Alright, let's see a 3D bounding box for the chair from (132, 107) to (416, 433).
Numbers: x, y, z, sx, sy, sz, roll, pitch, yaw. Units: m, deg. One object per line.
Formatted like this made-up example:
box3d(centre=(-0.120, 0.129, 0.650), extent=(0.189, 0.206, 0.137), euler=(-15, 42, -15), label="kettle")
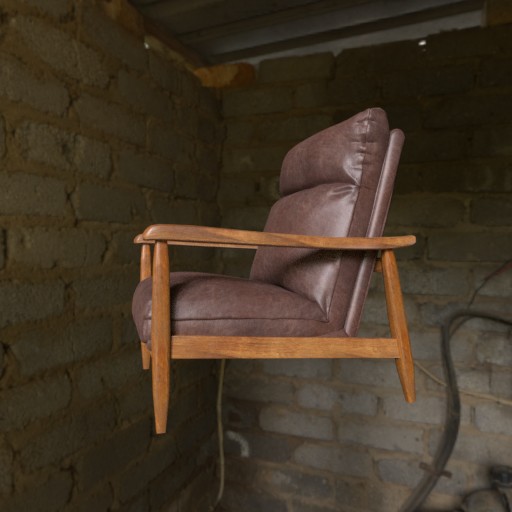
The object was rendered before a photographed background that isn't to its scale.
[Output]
box3d(centre=(0.000, 0.000, 1.549), extent=(0.830, 0.897, 0.782), euler=(0, 1, -17), label="chair")
